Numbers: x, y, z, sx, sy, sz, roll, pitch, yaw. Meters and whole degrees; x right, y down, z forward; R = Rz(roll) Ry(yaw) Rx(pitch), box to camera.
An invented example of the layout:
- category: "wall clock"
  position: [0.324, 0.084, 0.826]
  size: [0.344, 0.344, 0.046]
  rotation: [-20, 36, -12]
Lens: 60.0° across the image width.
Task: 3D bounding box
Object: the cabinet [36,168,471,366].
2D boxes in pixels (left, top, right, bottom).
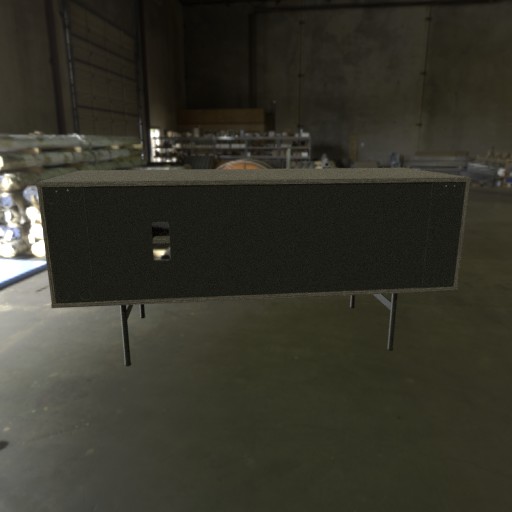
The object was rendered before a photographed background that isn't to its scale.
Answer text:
- category: "cabinet"
  position: [0.000, 0.000, 1.630]
  size: [1.300, 0.599, 0.500]
  rotation: [-2, 15, -7]
